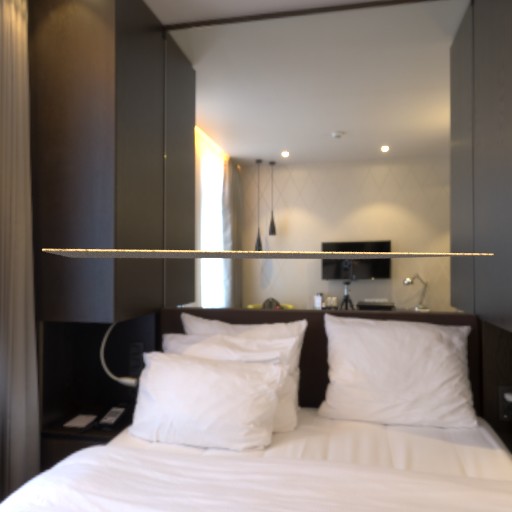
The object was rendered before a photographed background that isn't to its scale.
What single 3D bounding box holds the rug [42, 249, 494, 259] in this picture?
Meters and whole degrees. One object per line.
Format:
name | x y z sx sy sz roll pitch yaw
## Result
rug | 0.000 0.000 2.253 1.827 0.007 1.211 0 -1 -19
